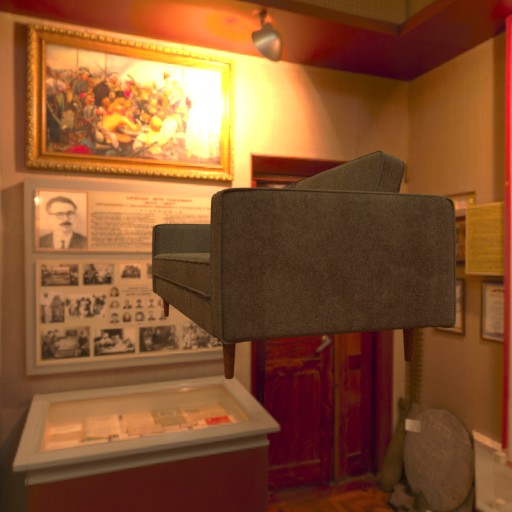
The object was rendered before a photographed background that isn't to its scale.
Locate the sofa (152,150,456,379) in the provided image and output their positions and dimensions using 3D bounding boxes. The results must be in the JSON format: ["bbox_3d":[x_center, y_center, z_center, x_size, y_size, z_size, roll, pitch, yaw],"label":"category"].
[{"bbox_3d":[0.000,0.000,2.372,0.924,0.825,1.920,0,0,-19],"label":"sofa"}]
